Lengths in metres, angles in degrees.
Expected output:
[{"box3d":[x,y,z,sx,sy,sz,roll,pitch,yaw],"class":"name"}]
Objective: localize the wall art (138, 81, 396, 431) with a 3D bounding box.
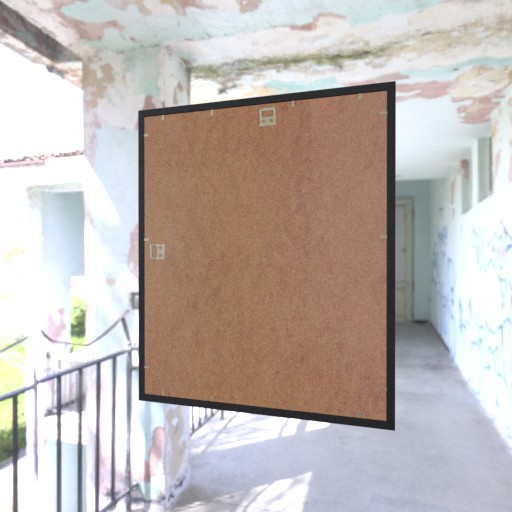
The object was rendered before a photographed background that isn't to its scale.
[{"box3d":[0.000,0.000,0.931,0.559,0.660,0.018,0,0,18],"class":"wall art"}]
